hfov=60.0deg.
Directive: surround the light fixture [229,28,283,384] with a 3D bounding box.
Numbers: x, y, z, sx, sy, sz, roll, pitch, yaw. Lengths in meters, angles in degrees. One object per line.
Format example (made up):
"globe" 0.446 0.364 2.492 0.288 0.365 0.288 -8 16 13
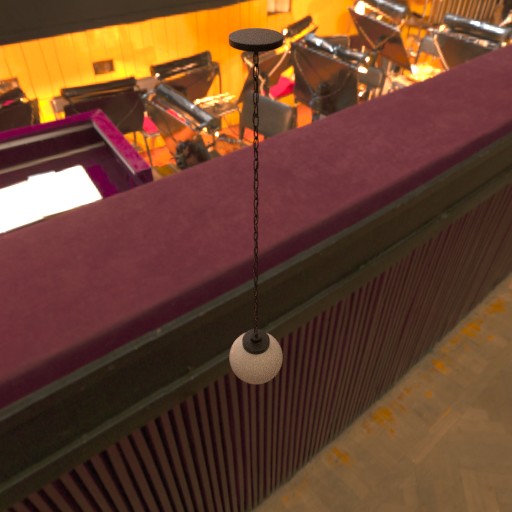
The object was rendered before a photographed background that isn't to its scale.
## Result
"light fixture" 0.000 0.000 2.019 0.304 1.867 0.305 -26 48 -26
